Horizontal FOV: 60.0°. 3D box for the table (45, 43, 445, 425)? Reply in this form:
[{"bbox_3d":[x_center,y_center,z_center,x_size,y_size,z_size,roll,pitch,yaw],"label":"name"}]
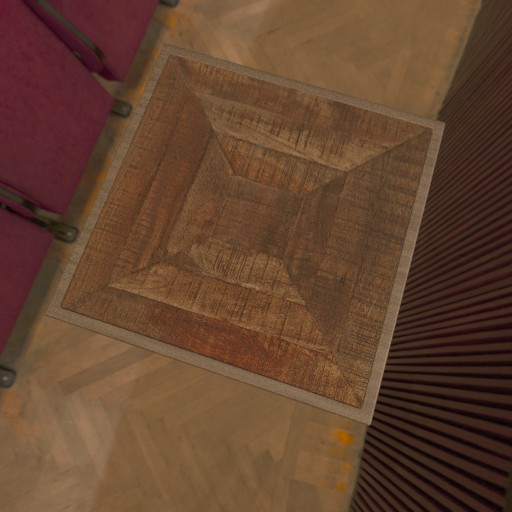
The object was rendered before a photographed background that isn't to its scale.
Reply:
[{"bbox_3d":[0.000,0.000,0.866,0.450,0.500,0.449,18,77,4],"label":"table"}]
